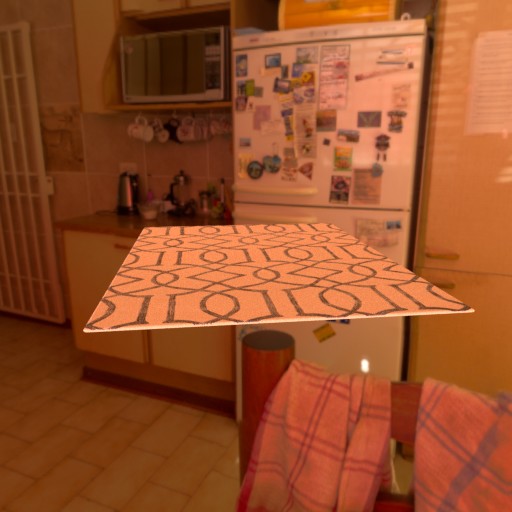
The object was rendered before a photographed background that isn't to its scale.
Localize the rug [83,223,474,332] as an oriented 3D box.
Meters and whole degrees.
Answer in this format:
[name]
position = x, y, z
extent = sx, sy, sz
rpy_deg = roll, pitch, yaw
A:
[rug]
position = 0.000, 0.000, 3.853
extent = 2.211, 0.021, 2.910
rpy_deg = -2, 15, -7
